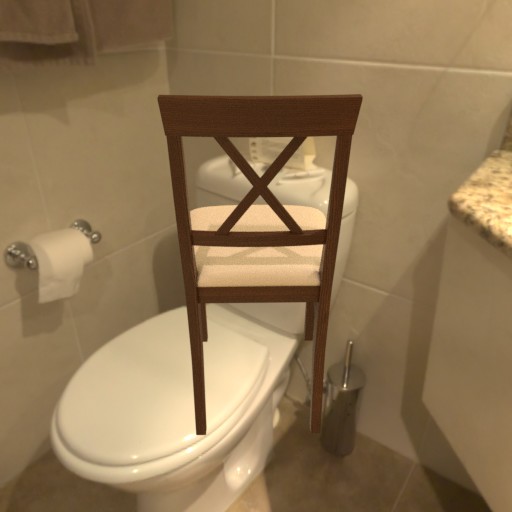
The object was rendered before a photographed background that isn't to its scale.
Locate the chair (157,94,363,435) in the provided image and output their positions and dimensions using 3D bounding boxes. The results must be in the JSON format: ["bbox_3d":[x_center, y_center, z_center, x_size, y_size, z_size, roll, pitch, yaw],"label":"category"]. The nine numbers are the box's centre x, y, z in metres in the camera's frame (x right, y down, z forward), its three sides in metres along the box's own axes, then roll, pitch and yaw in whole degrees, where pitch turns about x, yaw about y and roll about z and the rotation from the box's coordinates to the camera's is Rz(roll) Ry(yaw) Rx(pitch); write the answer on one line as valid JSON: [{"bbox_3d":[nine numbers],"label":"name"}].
[{"bbox_3d":[0.000,0.000,1.215,0.440,0.913,0.480,0,29,-1],"label":"chair"}]
